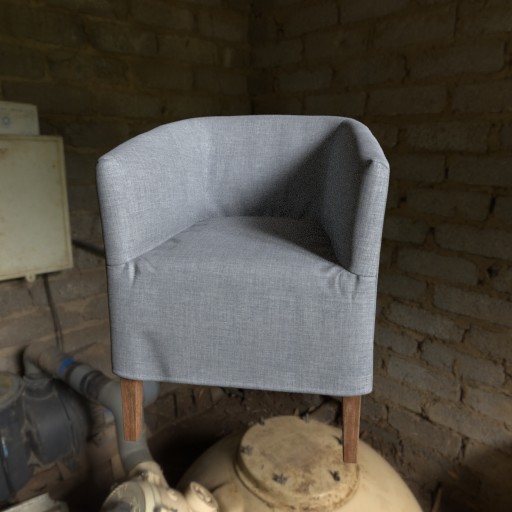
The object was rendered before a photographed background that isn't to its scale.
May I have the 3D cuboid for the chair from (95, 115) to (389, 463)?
[{"bbox_3d":[0.000,0.000,1.231,0.600,0.771,0.668,2,15,8],"label":"chair"}]
